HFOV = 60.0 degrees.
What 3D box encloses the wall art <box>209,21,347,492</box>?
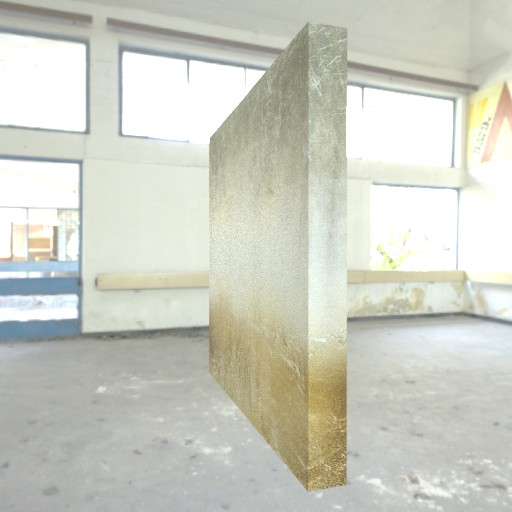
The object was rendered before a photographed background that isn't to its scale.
[{"bbox_3d":[0.000,0.000,0.581,0.038,0.407,0.405,0,0,-18],"label":"wall art"}]
